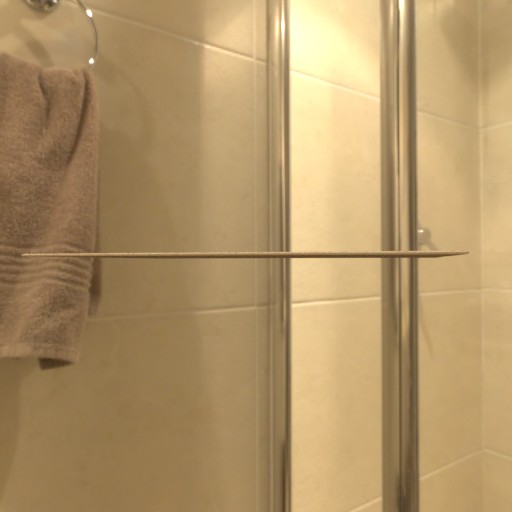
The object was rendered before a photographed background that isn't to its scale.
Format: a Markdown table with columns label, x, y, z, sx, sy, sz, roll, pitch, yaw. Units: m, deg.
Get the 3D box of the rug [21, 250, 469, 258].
| label | x | y | z | sx | sy | sz | roll | pitch | yaw |
| --- | --- | --- | --- | --- | --- | --- | --- | --- | --- |
| rug | 0.000 | 0.000 | 3.434 | 2.746 | 0.018 | 1.819 | 0 | -1 | 17 |
